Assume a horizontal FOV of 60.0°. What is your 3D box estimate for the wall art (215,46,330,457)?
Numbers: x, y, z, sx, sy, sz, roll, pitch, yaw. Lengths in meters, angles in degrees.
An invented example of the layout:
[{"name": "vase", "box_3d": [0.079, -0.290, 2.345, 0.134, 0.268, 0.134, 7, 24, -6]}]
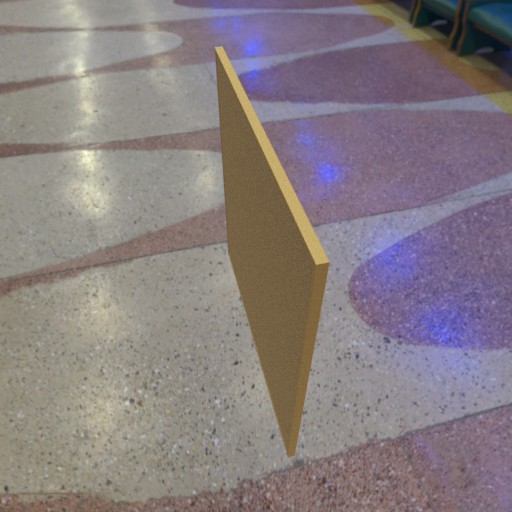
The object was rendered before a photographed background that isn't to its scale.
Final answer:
[{"name": "wall art", "box_3d": [0.000, 0.000, 0.687, 0.013, 0.455, 0.457, -11, 48, -10]}]
